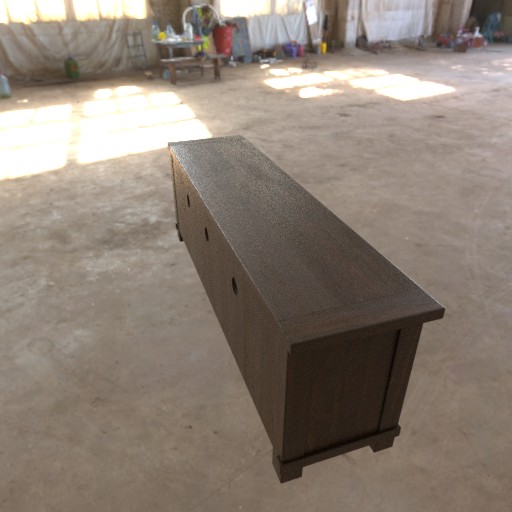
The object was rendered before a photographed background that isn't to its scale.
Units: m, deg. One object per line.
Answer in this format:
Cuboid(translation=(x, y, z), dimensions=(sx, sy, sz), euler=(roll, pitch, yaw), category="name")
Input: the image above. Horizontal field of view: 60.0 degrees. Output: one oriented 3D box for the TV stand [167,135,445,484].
Cuboid(translation=(0.000, 0.000, 2.066), dimensions=(0.471, 0.615, 1.866), euler=(-10, 32, -16), category="TV stand")
